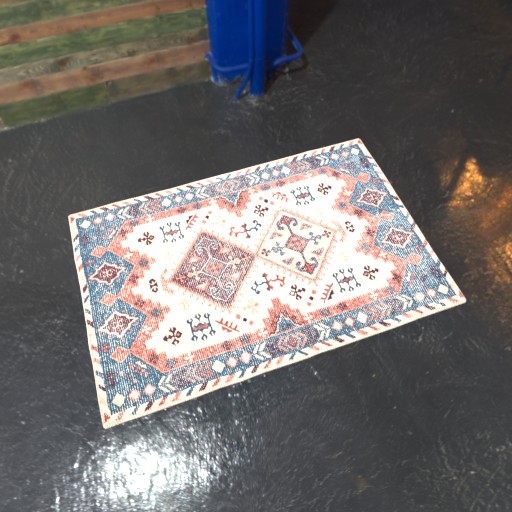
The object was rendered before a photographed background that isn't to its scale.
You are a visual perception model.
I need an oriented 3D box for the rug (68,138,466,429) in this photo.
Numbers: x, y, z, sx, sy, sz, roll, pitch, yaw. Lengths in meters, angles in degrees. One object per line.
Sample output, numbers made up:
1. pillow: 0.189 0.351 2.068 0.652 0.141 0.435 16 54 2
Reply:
1. rug: 0.000 0.000 2.378 1.840 0.015 1.225 -17 60 -10
